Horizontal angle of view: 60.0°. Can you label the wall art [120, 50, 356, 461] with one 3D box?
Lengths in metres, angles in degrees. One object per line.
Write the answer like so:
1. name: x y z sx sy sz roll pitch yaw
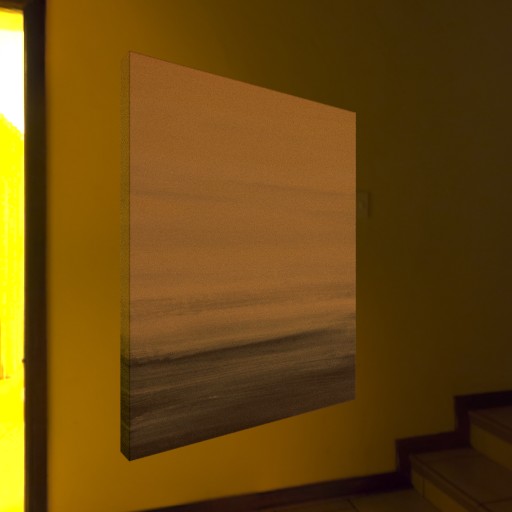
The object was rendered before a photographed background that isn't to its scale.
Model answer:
1. wall art: 0.000 0.000 0.814 0.489 0.608 0.040 0 0 -35
